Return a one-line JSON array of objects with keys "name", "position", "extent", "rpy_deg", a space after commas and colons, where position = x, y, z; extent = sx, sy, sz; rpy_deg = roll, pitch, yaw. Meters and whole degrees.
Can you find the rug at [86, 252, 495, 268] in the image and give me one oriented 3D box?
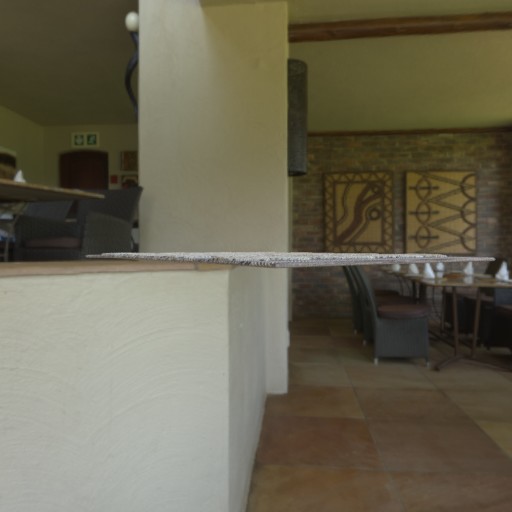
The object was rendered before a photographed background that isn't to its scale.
[{"name": "rug", "position": [0.000, 0.000, 2.283], "extent": [1.222, 0.030, 1.823], "rpy_deg": [-1, 1, -36]}]
